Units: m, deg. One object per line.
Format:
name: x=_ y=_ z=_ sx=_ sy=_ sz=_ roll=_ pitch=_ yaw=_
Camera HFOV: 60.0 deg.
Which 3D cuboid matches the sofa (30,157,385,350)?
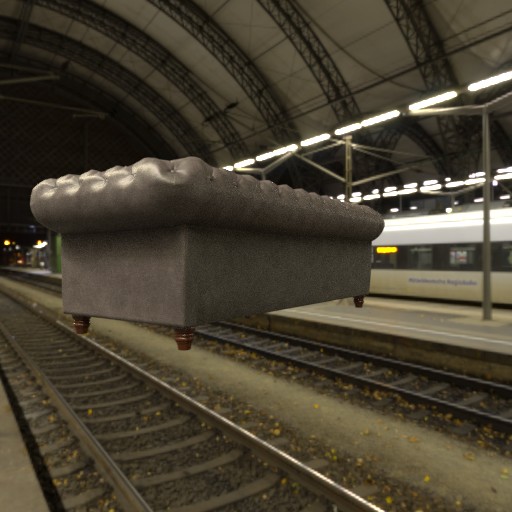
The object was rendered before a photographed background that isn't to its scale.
sofa: x=0.000 y=0.000 z=2.763 sx=0.944 sy=0.783 sz=2.385 roll=0 pitch=-1 yaw=34
